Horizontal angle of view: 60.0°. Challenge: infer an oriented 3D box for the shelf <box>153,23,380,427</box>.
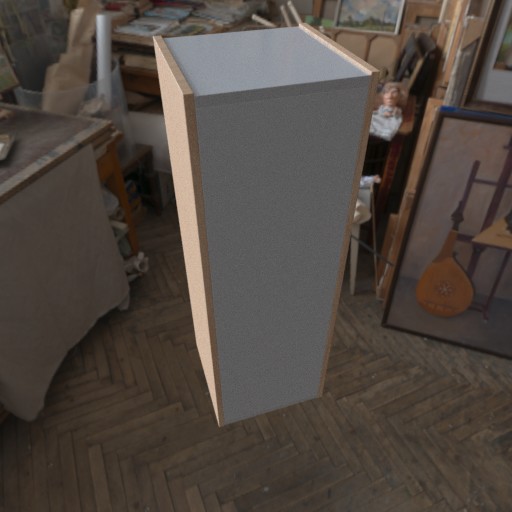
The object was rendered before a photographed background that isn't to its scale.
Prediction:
[{"bbox_3d":[0.000,0.000,1.032,0.300,0.900,0.290,-12,43,-13],"label":"shelf"}]
